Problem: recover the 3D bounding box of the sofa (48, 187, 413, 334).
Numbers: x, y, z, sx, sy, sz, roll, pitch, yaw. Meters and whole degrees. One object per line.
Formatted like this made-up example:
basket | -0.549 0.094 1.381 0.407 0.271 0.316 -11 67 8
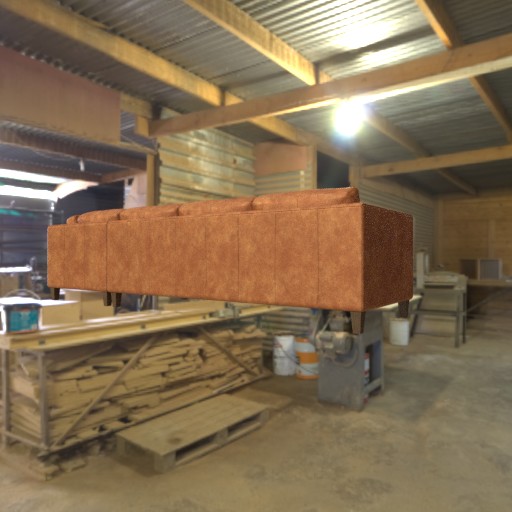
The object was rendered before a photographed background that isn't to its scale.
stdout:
sofa | 0.000 0.000 4.241 3.167 0.838 2.438 0 0 36
